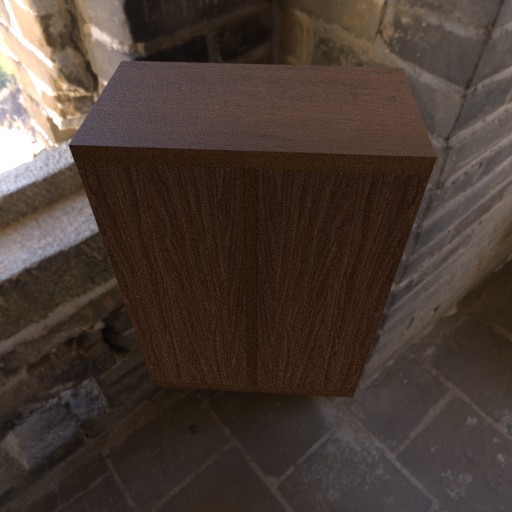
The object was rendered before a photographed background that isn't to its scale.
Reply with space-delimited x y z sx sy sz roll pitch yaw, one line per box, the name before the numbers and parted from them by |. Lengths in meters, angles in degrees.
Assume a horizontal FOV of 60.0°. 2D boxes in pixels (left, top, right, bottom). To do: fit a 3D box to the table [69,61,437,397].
table | 0.000 0.000 1.729 0.901 1.294 0.524 2 47 2
